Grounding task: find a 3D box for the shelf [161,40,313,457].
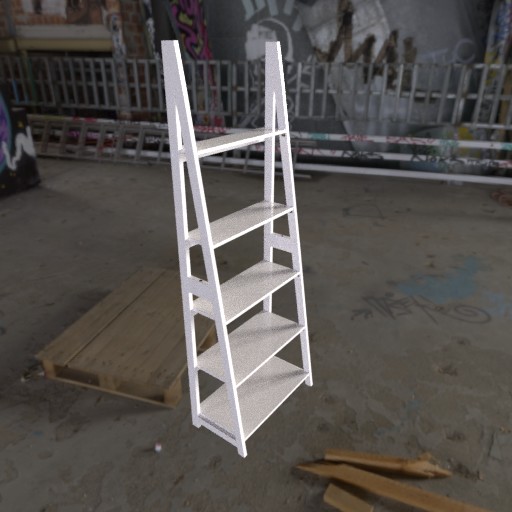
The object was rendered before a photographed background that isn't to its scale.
[{"bbox_3d":[0.000,0.000,2.038,0.341,1.779,0.636,18,31,33],"label":"shelf"}]
